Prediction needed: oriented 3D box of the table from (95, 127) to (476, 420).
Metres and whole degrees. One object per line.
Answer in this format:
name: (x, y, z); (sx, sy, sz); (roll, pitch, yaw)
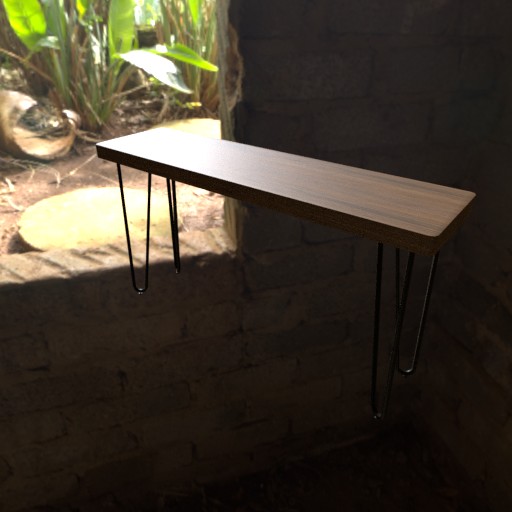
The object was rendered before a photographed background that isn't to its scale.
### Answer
table: (0.000, 0.000, 1.973); (1.570, 0.834, 0.425); (21, 35, 32)
